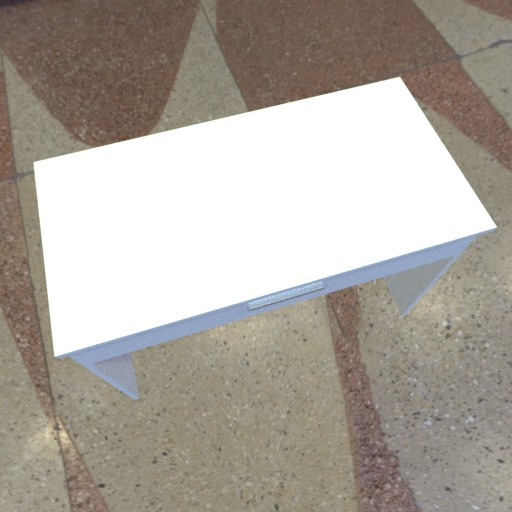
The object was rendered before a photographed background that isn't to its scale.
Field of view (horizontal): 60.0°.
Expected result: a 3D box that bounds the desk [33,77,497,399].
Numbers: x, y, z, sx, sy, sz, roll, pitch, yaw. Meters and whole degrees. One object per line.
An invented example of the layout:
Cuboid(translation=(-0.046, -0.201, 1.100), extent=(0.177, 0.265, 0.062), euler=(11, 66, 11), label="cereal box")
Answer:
Cuboid(translation=(0.000, 0.000, 1.490), extent=(1.100, 0.730, 0.560), euler=(-16, 64, -8), label="desk")
